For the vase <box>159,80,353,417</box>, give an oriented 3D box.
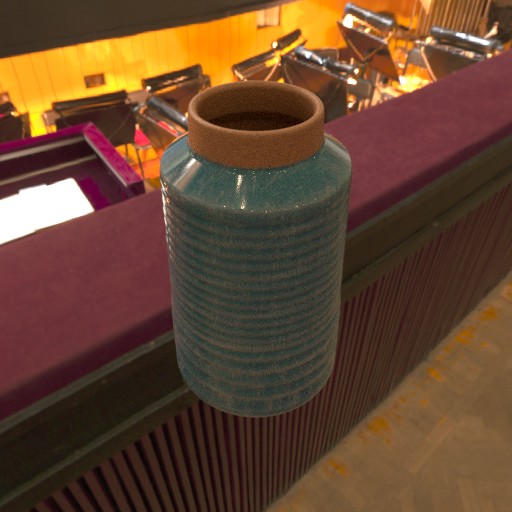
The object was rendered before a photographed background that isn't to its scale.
[{"bbox_3d":[0.000,0.000,0.381,0.163,0.267,0.163,0,41,0],"label":"vase"}]
